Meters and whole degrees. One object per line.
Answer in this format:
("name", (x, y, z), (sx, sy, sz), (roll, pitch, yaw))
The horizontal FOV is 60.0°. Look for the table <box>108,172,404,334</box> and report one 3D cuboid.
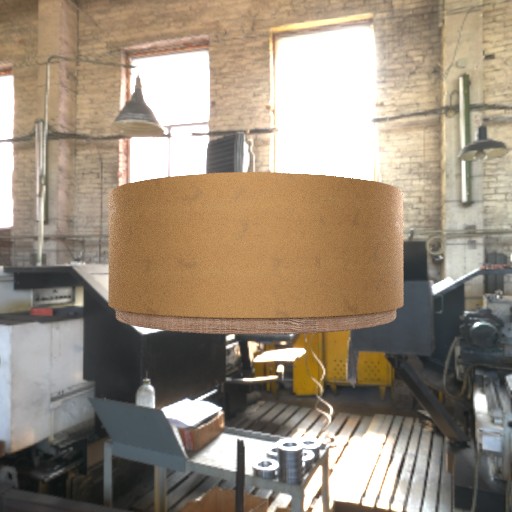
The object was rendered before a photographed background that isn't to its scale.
("table", (0.000, 0.000, 1.587), (1.001, 0.409, 1.001), (0, -1, 0))
